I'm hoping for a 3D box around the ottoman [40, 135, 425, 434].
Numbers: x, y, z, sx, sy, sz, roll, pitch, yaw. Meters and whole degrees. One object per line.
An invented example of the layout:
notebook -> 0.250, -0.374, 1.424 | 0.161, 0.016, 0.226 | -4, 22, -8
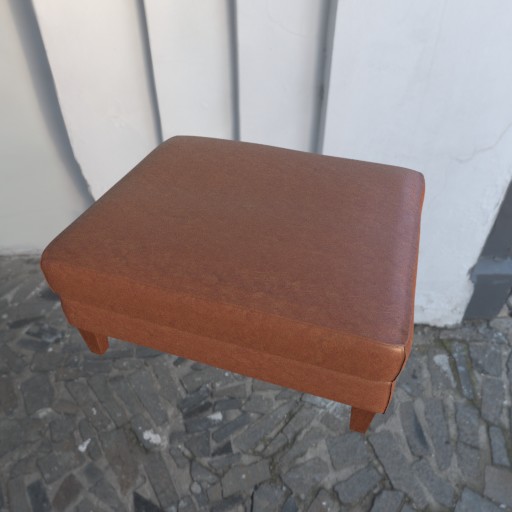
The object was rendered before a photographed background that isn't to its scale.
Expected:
ottoman -> 0.000, 0.000, 1.474 | 0.987, 0.472, 0.836 | 12, 41, 14
